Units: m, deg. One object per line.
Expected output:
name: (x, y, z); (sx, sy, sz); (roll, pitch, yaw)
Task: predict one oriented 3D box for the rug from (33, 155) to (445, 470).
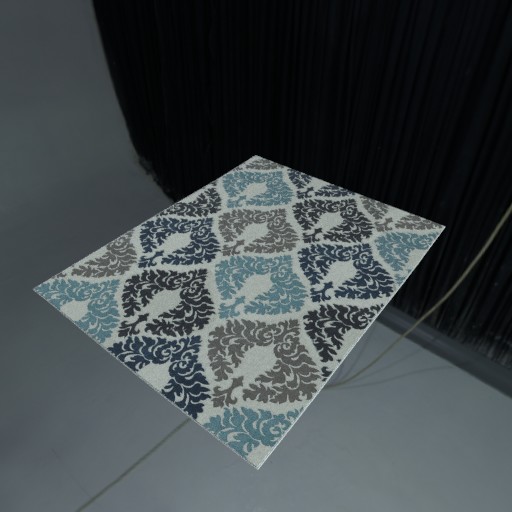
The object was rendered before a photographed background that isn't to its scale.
rug: (0.000, 0.000, 4.067); (2.423, 0.014, 3.040); (27, 47, 28)
